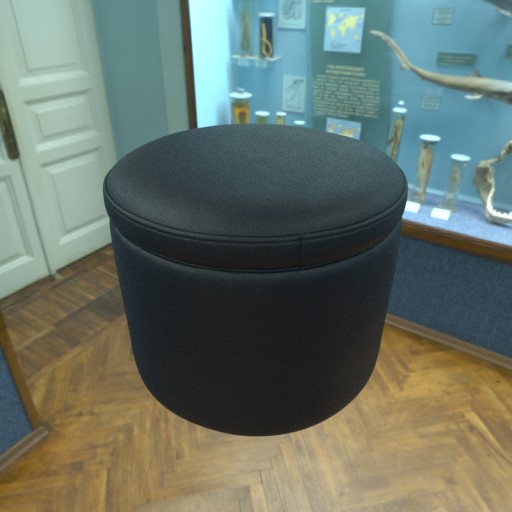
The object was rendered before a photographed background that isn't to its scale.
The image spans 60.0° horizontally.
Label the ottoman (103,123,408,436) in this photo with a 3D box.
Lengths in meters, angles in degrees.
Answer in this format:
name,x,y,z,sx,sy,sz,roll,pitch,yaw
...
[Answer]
name,x,y,z,sx,sy,sz,roll,pitch,yaw
ottoman,0.000,0.000,0.837,0.501,0.409,0.501,0,31,0
